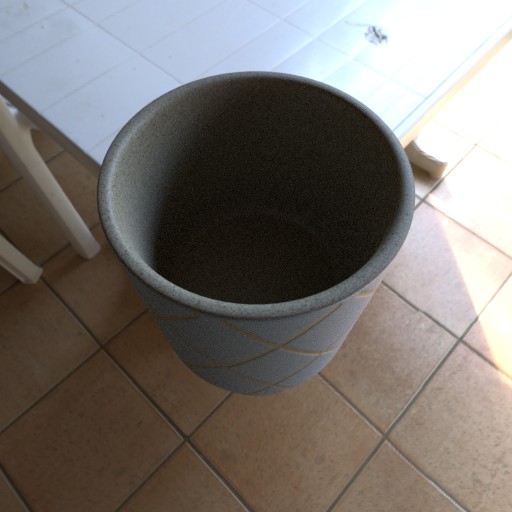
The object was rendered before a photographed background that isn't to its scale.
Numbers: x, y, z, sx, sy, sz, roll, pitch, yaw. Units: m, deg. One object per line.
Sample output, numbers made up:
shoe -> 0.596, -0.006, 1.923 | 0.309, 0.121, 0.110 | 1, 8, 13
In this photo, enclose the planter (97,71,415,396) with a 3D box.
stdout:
planter -> 0.000, 0.000, 0.353 | 0.191, 0.200, 0.191 | 0, 60, 0
